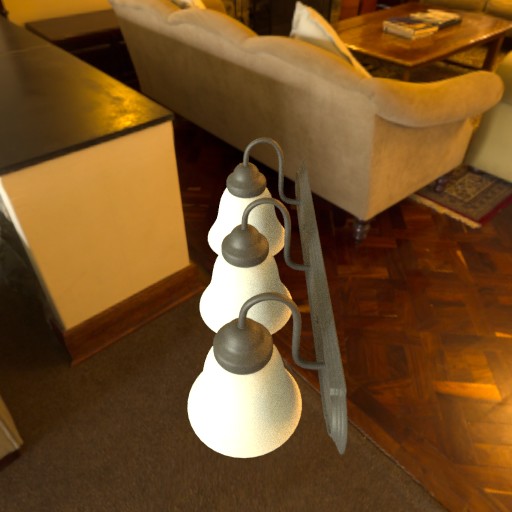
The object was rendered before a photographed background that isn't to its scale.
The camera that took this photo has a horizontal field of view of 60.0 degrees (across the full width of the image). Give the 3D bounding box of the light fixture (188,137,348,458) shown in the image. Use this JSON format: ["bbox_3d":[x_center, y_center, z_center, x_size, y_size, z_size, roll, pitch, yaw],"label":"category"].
[{"bbox_3d":[0.000,0.000,0.714,0.199,0.222,0.610,0,41,0],"label":"light fixture"}]
